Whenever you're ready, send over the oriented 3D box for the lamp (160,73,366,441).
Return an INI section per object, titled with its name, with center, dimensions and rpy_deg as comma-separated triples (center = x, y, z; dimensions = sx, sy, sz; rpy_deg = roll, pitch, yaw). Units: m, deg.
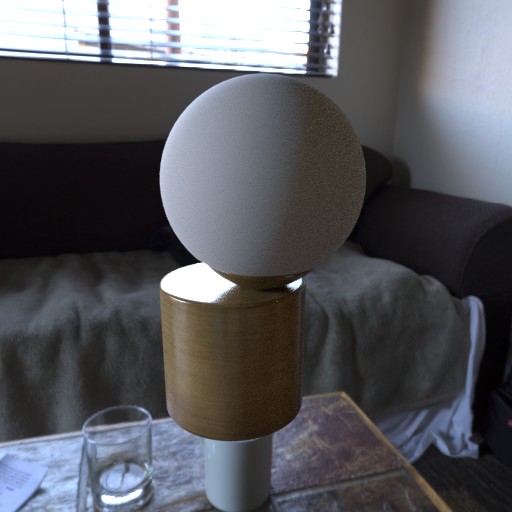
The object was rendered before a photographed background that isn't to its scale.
[lamp]
center = 0.000, 0.000, 0.329
dimensions = 0.152, 0.250, 0.141
rpy_deg = 8, 17, 28
